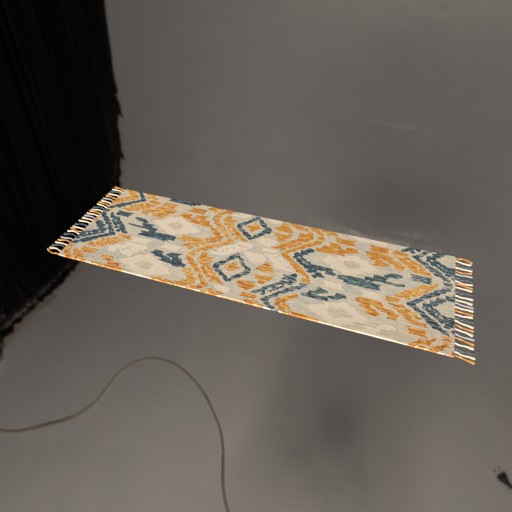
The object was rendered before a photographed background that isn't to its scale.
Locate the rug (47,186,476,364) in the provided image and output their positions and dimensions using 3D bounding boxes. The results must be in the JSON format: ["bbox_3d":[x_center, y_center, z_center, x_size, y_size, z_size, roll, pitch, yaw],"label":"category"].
[{"bbox_3d":[0.000,0.000,2.641,2.437,0.010,0.783,13,43,14],"label":"rug"}]
